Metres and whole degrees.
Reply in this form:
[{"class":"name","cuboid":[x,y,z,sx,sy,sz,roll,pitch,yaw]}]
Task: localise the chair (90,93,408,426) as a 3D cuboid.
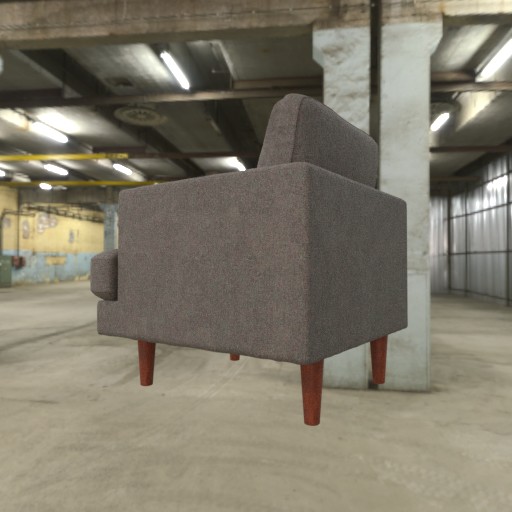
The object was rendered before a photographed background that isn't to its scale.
[{"class":"chair","cuboid":[0.000,0.000,1.682,0.899,0.957,0.858,-1,-1,35]}]
